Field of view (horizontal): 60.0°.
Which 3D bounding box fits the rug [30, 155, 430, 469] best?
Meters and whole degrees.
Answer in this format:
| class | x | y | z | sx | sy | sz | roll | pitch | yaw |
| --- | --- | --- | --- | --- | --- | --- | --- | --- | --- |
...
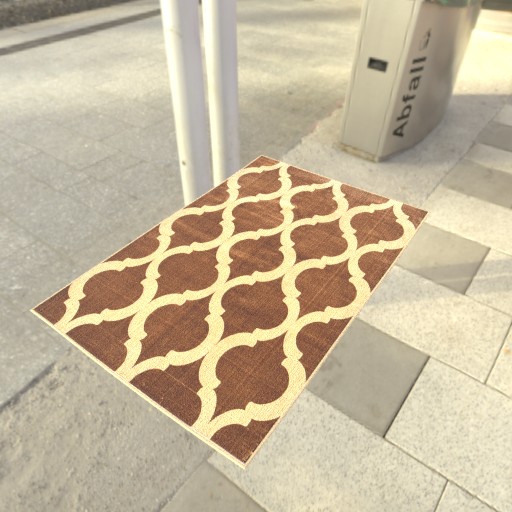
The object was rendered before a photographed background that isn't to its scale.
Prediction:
| class | x | y | z | sx | sy | sz | roll | pitch | yaw |
| --- | --- | --- | --- | --- | --- | --- | --- | --- | --- |
| rug | 0.000 | 0.000 | 2.867 | 1.526 | 0.014 | 2.290 | 25 | 46 | 26 |
